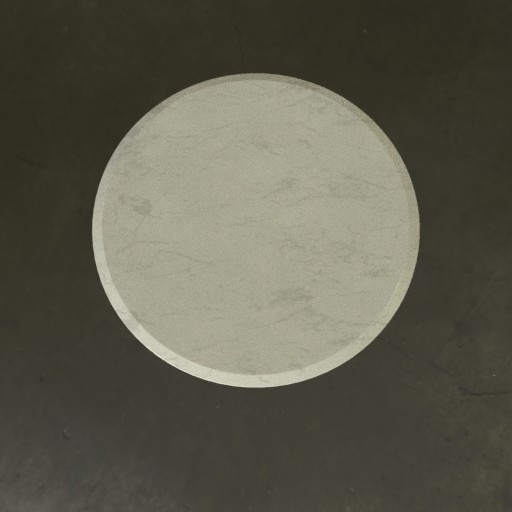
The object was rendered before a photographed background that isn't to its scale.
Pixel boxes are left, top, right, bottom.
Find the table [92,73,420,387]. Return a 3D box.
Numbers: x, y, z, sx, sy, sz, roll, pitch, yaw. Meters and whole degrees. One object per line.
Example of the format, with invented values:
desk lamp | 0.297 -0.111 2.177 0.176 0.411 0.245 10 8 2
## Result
table | 0.000 0.000 0.765 0.407 0.447 0.407 0 77 0
